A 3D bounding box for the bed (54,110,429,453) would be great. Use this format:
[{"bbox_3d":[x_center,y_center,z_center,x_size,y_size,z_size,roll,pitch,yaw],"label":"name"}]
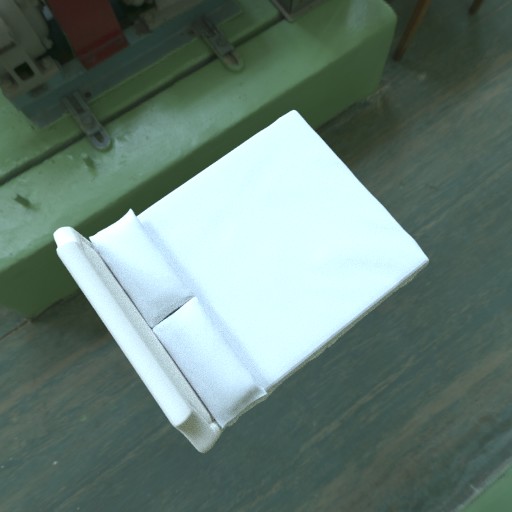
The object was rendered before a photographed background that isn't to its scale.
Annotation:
[{"bbox_3d":[0.000,0.000,4.006,2.548,1.524,2.134,-36,78,-9],"label":"bed"}]
